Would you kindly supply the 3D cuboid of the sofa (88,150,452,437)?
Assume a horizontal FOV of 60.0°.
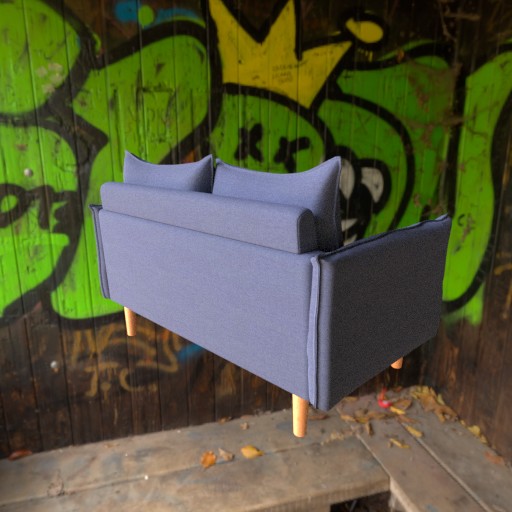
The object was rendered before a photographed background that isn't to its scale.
[{"bbox_3d":[0.000,0.000,1.827,0.820,0.840,1.300,-14,20,-43],"label":"sofa"}]
